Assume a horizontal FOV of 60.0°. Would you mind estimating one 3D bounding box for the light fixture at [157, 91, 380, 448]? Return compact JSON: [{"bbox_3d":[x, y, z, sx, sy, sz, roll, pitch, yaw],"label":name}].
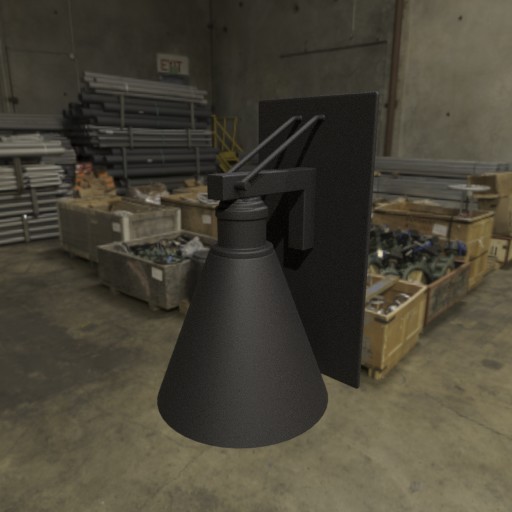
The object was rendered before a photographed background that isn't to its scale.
[{"bbox_3d":[0.000,0.000,0.425,0.170,0.298,0.207,14,21,42],"label":"light fixture"}]
